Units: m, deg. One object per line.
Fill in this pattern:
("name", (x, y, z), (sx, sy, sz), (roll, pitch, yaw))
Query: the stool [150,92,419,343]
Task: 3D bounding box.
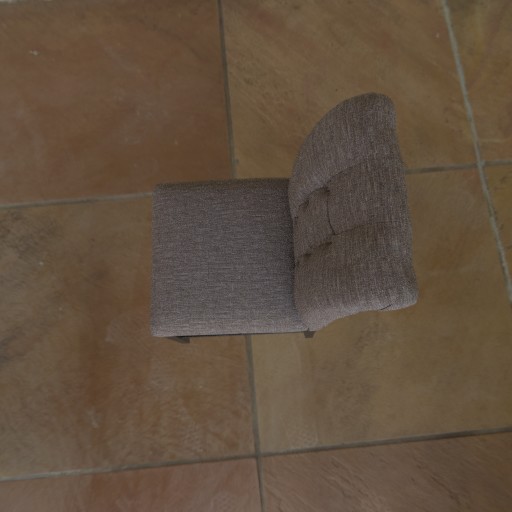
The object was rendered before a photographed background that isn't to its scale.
("stool", (0.000, 0.000, 1.314), (0.611, 0.970, 0.457), (-2, 76, -1))
